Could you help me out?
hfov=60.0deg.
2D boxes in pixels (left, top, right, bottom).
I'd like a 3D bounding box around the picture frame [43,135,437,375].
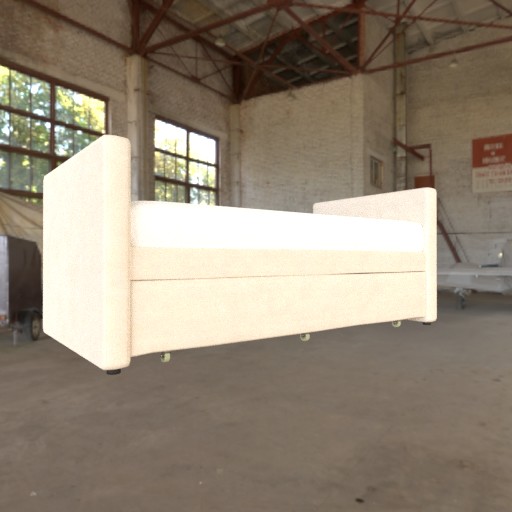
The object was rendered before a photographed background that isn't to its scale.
[{"bbox_3d":[0.000,0.000,2.673,2.161,0.891,1.069,0,0,-37],"label":"picture frame"}]
